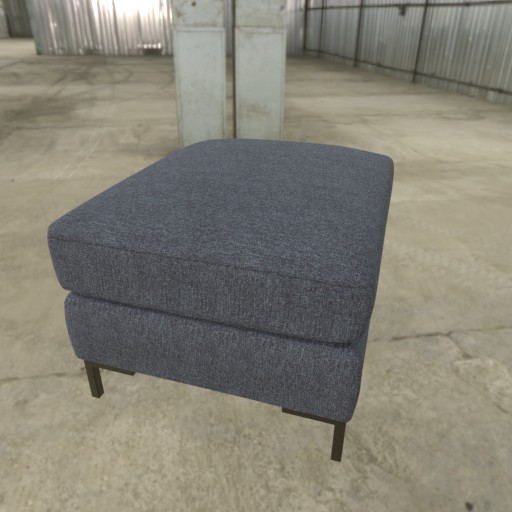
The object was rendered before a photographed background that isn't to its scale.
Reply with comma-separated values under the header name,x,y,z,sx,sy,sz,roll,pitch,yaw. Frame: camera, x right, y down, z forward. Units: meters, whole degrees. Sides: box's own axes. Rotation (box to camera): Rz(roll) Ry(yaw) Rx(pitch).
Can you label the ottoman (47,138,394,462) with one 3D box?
name,x,y,z,sx,sy,sz,roll,pitch,yaw
ottoman,0.000,0.000,1.278,0.695,0.533,0.831,8,29,15
